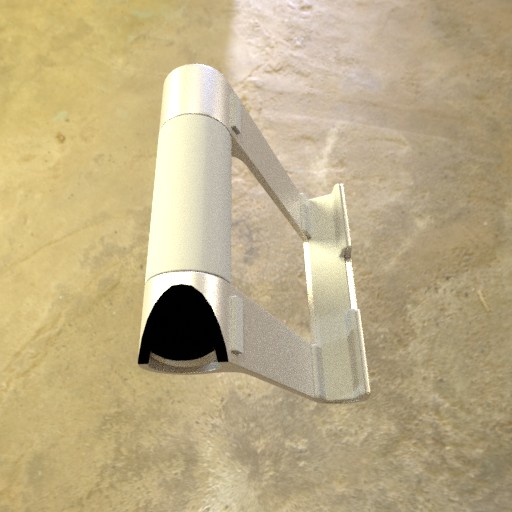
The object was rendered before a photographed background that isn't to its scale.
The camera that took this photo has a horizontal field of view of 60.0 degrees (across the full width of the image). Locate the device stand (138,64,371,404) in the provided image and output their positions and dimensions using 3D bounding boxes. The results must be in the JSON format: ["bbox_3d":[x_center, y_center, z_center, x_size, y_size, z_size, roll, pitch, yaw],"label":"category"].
[{"bbox_3d":[0.000,0.000,0.150,0.079,0.084,0.086,-1,64,-1],"label":"device stand"}]
